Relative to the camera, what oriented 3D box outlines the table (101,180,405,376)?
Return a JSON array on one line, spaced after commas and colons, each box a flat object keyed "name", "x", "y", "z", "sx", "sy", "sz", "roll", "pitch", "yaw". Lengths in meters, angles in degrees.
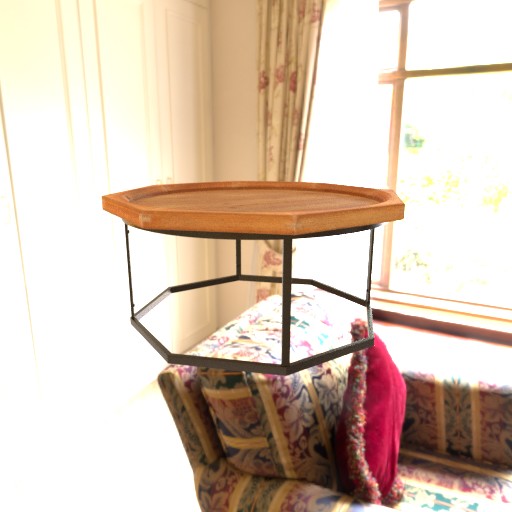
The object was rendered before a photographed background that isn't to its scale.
[{"name": "table", "x": 0.000, "y": 0.000, "z": 1.553, "sx": 1.002, "sy": 0.444, "sz": 1.002, "roll": 0, "pitch": 14, "yaw": 0}]
